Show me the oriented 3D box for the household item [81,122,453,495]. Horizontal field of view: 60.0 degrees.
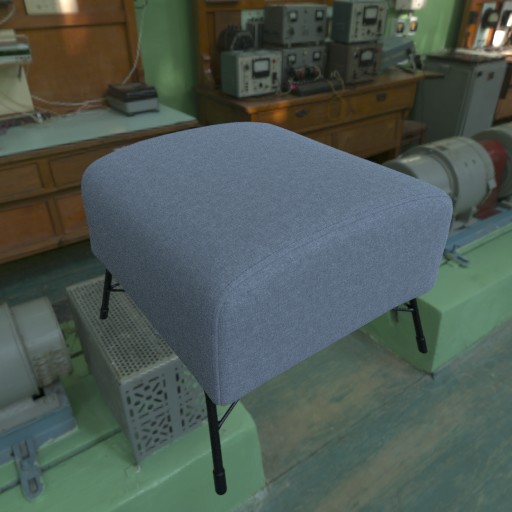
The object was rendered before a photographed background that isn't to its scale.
[{"bbox_3d":[0.000,0.000,0.884,0.530,0.410,0.530,-22,38,-30],"label":"household item"}]
